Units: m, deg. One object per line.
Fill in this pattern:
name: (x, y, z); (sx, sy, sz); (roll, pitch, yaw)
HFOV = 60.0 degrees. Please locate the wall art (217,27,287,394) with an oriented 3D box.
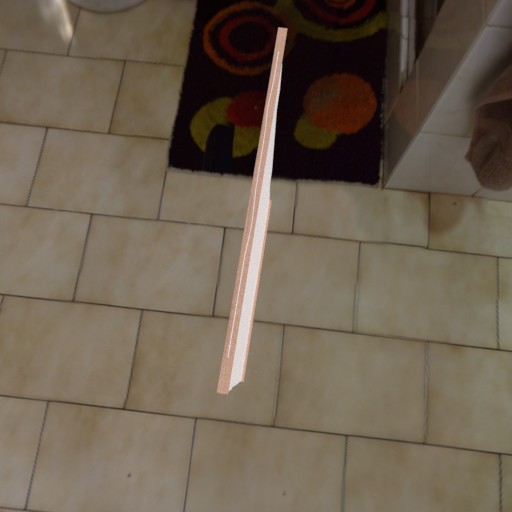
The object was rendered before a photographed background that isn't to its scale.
wall art: (0.000, 0.000, 1.338); (0.020, 1.013, 0.758); (8, 76, 2)
